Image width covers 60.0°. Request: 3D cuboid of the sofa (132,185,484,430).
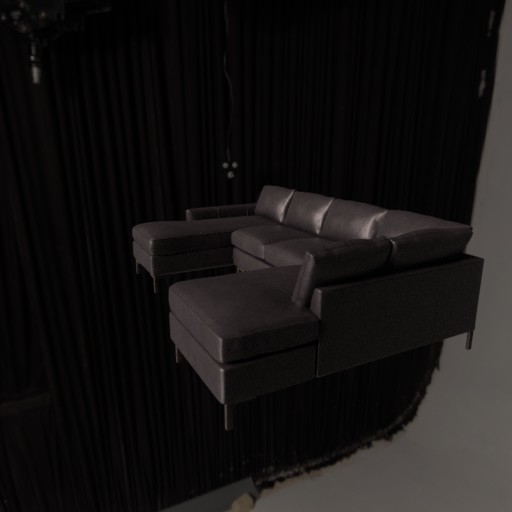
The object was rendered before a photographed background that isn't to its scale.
[{"bbox_3d":[0.000,0.000,3.788,1.939,0.900,2.956,-8,17,-27],"label":"sofa"}]
